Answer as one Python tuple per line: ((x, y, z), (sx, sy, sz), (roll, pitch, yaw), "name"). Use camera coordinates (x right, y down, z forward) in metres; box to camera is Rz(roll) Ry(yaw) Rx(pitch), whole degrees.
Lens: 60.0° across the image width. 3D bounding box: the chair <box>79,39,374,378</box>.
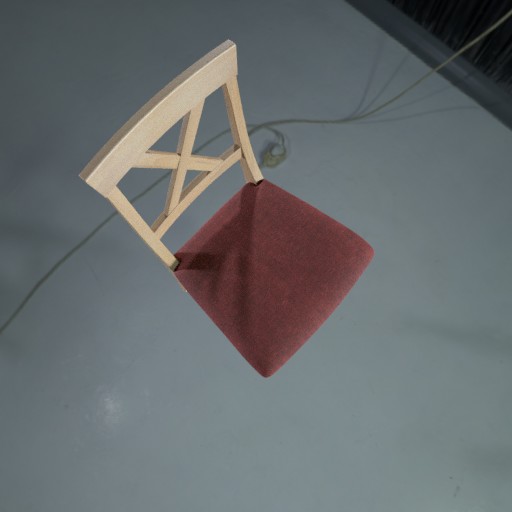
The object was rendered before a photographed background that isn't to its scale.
((0.000, 0.000, 1.176), (0.492, 0.912, 0.439), (41, 78, 10), "chair")
